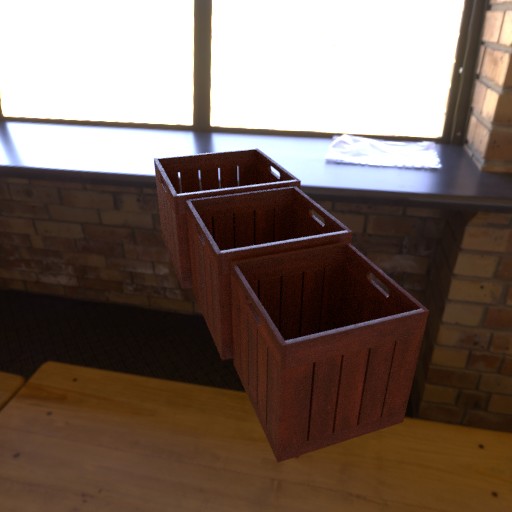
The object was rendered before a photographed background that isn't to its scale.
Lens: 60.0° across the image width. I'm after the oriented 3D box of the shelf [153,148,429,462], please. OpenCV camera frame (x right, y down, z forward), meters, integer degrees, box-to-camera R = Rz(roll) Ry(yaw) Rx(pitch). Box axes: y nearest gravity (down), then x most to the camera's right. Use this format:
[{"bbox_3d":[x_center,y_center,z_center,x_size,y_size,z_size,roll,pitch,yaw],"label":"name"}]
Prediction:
[{"bbox_3d":[0.000,0.000,1.266,0.393,0.311,1.064,-10,30,-17],"label":"shelf"}]
